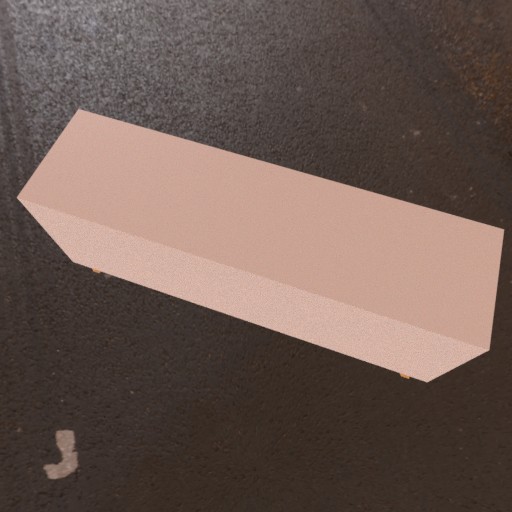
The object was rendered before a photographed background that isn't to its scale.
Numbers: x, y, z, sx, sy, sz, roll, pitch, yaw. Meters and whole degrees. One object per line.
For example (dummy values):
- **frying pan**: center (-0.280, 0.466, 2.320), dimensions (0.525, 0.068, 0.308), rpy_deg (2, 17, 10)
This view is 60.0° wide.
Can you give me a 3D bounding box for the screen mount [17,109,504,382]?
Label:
- **screen mount**: center (0.000, 0.000, 1.678), dimensions (1.490, 0.619, 0.400), rpy_deg (18, 65, 8)
